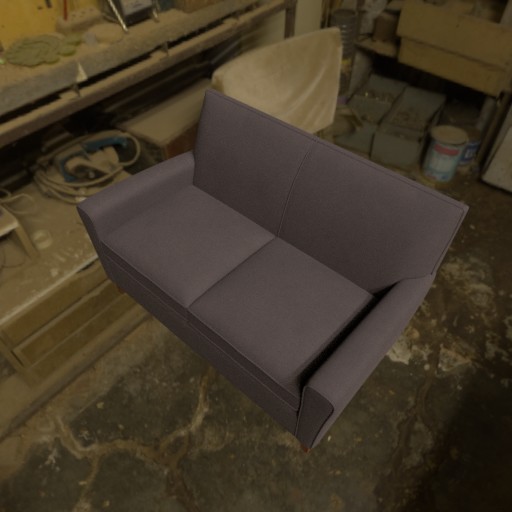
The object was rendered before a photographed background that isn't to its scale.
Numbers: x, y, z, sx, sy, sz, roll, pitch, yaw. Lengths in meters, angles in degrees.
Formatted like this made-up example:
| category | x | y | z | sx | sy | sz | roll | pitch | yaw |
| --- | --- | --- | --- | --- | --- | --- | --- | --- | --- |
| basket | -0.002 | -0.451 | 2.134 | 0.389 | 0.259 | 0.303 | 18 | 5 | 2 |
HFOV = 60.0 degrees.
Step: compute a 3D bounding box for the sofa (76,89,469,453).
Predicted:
| category | x | y | z | sx | sy | sz | roll | pitch | yaw |
| --- | --- | --- | --- | --- | --- | --- | --- | --- | --- |
| sofa | 0.000 | 0.000 | 2.021 | 1.420 | 0.846 | 0.871 | 33 | 56 | 26 |
